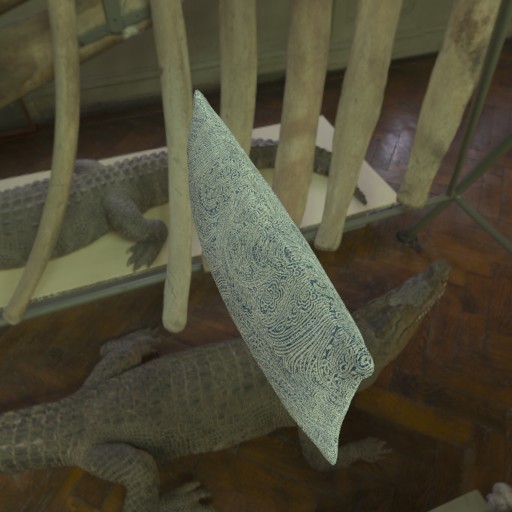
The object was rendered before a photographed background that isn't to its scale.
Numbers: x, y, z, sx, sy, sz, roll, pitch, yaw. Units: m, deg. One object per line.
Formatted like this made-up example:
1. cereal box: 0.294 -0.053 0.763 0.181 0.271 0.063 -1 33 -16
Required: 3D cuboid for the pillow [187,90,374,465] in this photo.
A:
1. pillow: 0.000 0.000 0.731 0.151 0.295 0.615 -16 49 -14
